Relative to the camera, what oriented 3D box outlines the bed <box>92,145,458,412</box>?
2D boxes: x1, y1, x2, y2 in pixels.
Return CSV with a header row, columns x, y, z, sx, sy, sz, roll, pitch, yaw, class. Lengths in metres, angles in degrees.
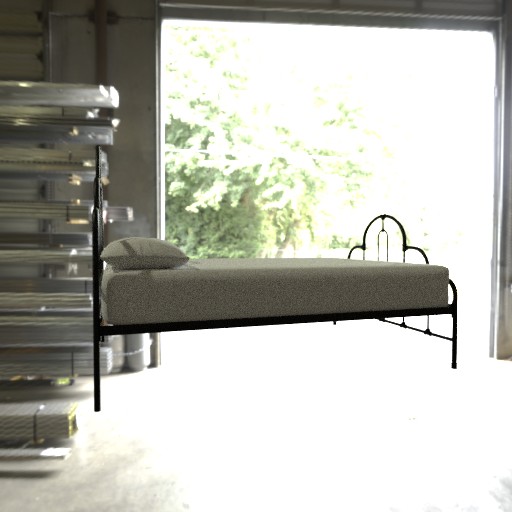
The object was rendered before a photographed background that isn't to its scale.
x,y,z,sx,sy,sz,roll,pitch,yaw,class
0.000,0.000,3.223,2.181,1.444,1.626,-1,2,-18,bed
